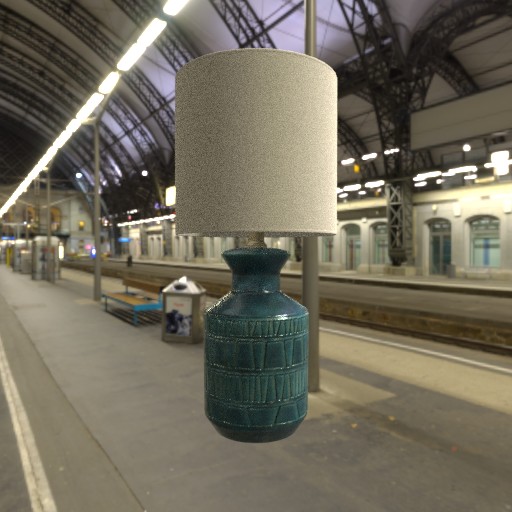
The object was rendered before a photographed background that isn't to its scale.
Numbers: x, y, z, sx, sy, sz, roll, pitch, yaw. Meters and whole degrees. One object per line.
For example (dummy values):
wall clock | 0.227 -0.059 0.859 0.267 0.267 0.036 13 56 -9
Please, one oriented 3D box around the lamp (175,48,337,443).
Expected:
lamp | 0.000 0.000 0.590 0.211 0.455 0.211 1 1 36
